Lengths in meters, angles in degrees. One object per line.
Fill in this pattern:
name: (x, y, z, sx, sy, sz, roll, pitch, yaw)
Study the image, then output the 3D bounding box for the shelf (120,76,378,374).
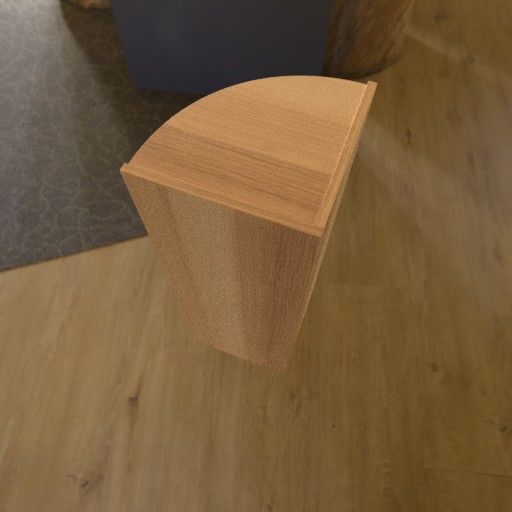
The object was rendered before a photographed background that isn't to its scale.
shelf: (0.000, 0.000, 1.037, 0.290, 0.872, 0.290, 19, 65, 9)
